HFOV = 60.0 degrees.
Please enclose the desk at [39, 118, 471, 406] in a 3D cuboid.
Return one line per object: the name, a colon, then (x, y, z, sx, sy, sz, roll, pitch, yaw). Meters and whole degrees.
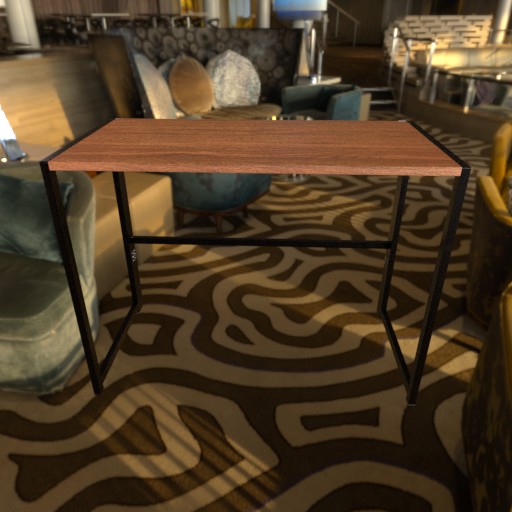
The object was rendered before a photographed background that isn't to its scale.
desk: (0.000, 0.000, 1.438, 1.016, 0.762, 0.508, 1, 28, 2)
